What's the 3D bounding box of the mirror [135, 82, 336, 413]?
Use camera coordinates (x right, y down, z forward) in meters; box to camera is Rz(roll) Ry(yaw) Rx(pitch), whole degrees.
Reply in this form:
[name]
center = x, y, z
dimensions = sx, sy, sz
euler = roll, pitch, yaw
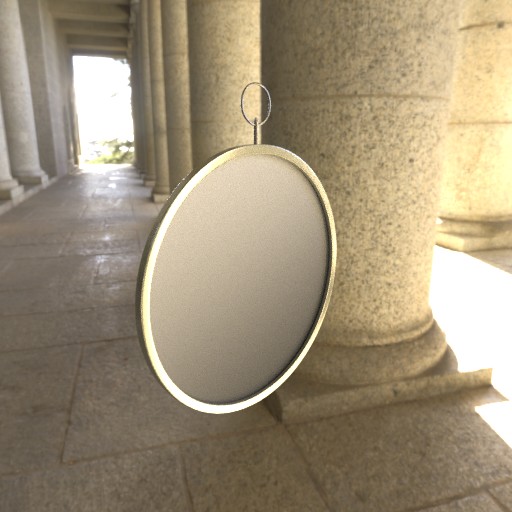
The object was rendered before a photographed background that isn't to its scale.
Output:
[mirror]
center = 0.000, 0.000, 0.971
dimensions = 0.020, 0.713, 0.594
euler = 14, 20, 43
